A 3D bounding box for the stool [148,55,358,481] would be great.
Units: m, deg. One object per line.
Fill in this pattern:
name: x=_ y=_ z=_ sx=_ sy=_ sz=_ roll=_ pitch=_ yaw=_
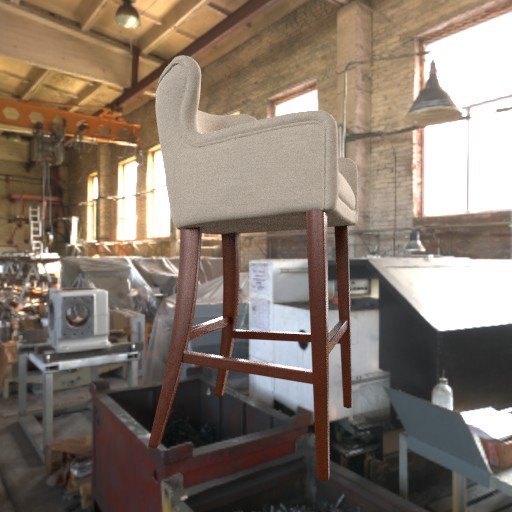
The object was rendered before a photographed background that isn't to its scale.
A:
stool: x=0.000 y=0.000 z=1.344 sx=0.563 sy=1.034 sz=0.556 roll=0 pitch=0 yaw=18
